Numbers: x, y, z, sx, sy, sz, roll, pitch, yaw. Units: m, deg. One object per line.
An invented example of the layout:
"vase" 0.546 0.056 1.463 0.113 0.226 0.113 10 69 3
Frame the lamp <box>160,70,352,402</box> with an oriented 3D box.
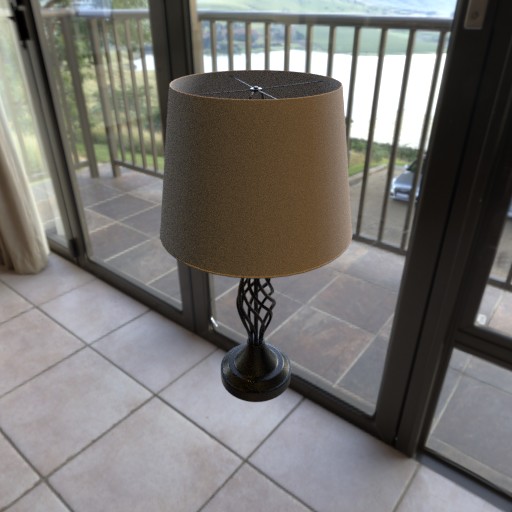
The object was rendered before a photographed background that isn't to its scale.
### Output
"lamp" 0.000 0.000 0.804 0.331 0.594 0.331 0 31 0
